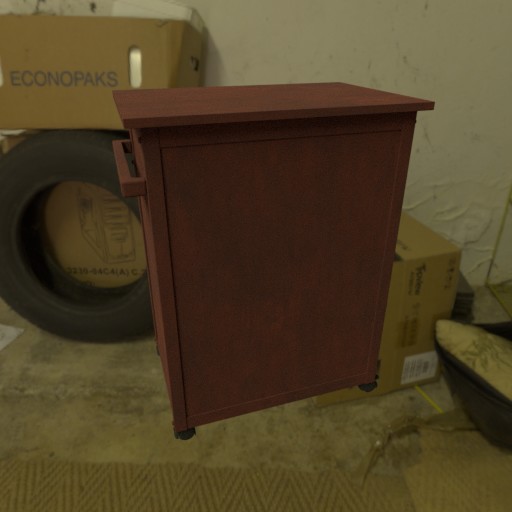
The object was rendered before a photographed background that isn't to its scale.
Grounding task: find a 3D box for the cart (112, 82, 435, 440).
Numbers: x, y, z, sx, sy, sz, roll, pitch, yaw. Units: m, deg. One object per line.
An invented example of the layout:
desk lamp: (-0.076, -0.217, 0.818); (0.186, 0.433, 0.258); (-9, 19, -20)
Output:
cart: (0.000, 0.000, 1.260); (0.683, 0.864, 0.442); (-9, 28, -16)
